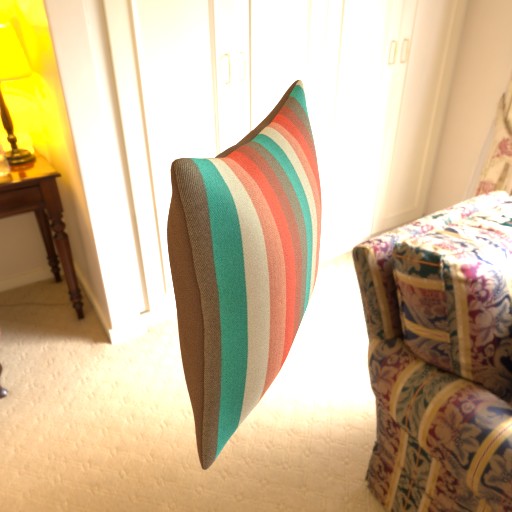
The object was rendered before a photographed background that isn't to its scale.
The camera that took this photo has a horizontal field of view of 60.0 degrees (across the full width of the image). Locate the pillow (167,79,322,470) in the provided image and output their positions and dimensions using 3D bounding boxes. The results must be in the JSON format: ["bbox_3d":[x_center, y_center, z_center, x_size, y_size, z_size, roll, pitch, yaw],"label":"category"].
[{"bbox_3d":[0.000,0.000,0.678,0.168,0.443,0.453,10,32,16],"label":"pillow"}]
